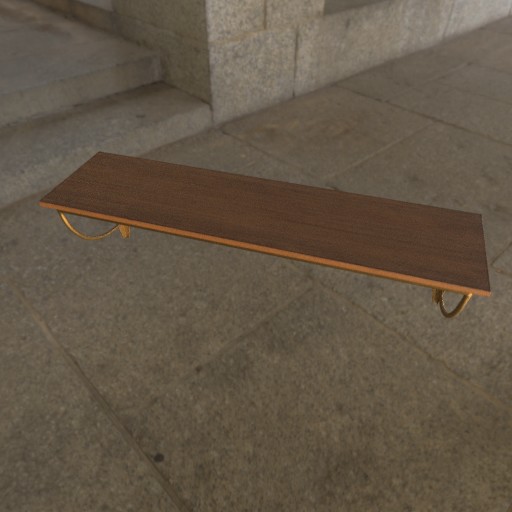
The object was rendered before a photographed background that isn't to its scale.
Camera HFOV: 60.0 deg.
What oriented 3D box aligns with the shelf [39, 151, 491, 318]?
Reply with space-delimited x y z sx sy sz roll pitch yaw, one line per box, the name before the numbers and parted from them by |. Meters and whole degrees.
shelf | 0.000 0.000 0.718 0.636 0.190 0.166 12 42 13
